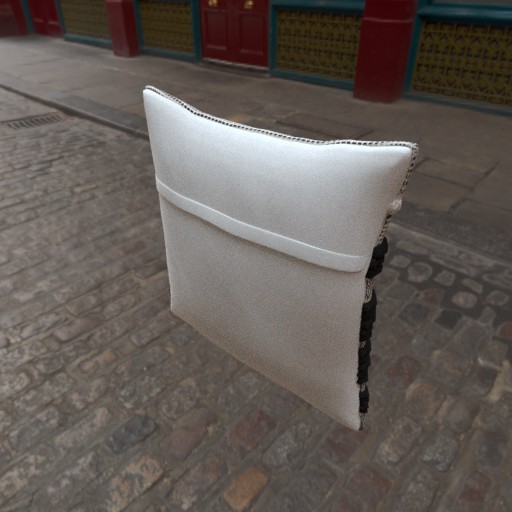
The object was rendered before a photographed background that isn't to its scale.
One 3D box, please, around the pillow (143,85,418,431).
[{"bbox_3d":[0.000,0.000,0.670,0.436,0.438,0.156,25,40,34],"label":"pillow"}]
